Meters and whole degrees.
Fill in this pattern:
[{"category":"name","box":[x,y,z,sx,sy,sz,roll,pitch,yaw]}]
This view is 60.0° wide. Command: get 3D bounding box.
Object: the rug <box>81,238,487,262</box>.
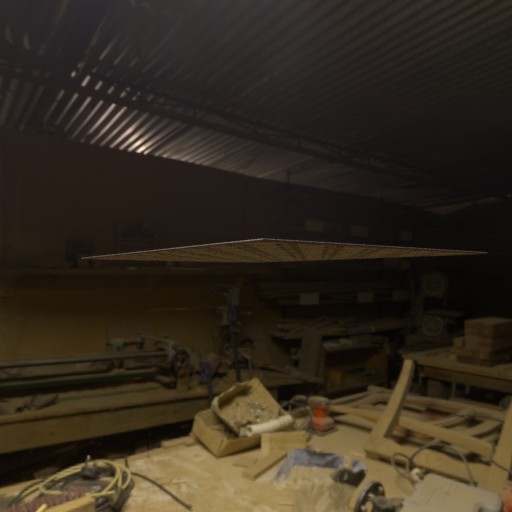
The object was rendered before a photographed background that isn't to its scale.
[{"category":"rug","box":[0.000,0.000,4.307,2.382,0.018,3.294,2,-3,-37]}]
